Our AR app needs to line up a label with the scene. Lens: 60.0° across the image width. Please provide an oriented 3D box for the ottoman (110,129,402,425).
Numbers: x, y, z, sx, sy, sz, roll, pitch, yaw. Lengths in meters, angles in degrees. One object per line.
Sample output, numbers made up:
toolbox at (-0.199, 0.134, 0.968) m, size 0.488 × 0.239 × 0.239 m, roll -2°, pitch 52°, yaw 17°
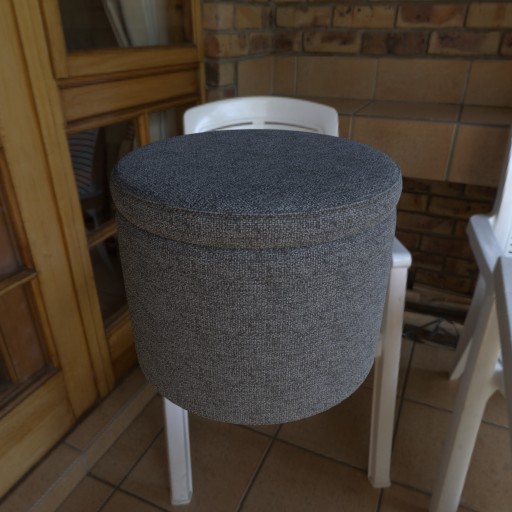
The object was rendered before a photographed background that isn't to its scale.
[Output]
ottoman at (0.000, 0.000, 0.897) m, size 0.520 × 0.430 × 0.520 m, roll 0°, pitch 28°, yaw 0°
